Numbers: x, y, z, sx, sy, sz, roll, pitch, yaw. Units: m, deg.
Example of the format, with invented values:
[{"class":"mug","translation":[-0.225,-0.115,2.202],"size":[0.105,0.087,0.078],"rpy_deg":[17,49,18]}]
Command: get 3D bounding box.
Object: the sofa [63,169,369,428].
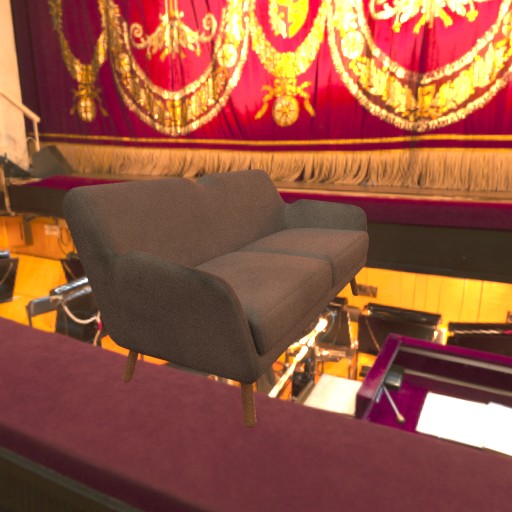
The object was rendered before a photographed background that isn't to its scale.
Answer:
[{"class":"sofa","translation":[0.000,0.000,2.311],"size":[0.850,0.810,1.870],"rpy_deg":[7,15,25]}]
